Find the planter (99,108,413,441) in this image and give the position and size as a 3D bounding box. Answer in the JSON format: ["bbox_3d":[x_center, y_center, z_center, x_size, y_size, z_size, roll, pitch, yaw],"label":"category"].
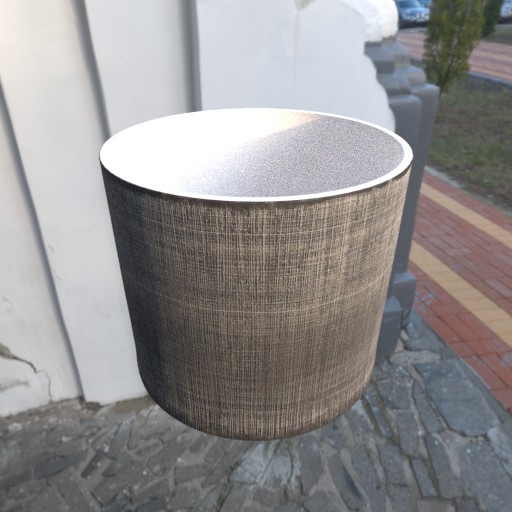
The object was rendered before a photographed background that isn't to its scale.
[{"bbox_3d":[0.000,0.000,0.302,0.178,0.157,0.178,0,31,0],"label":"planter"}]
